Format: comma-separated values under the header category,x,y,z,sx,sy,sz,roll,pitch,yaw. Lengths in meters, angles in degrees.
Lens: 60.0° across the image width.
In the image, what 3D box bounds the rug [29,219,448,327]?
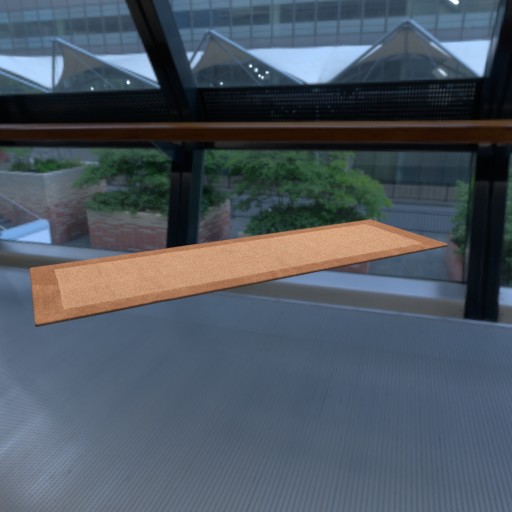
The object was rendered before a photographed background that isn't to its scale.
category,x,y,z,sx,sy,sz,roll,pitch,yaw
rug,0.000,0.000,2.673,2.439,0.017,0.764,-9,21,-26
